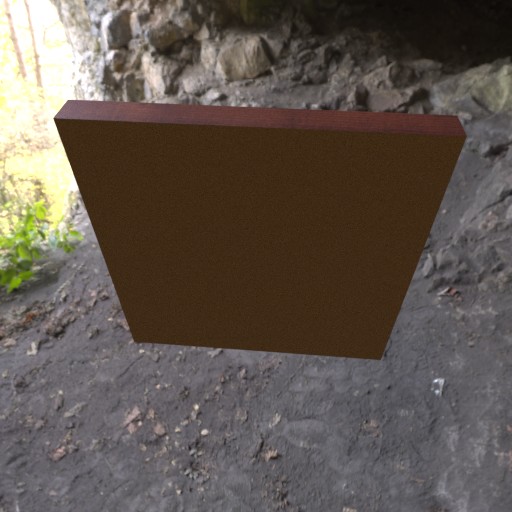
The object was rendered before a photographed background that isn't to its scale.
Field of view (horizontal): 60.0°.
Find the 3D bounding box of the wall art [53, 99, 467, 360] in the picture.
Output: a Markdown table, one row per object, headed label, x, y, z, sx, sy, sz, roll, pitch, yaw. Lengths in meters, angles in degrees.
| label | x | y | z | sx | sy | sz | roll | pitch | yaw |
| --- | --- | --- | --- | --- | --- | --- | --- | --- | --- |
| wall art | 0.000 | 0.000 | 0.564 | 0.386 | 0.385 | 0.038 | 3 | 46 | 3 |
